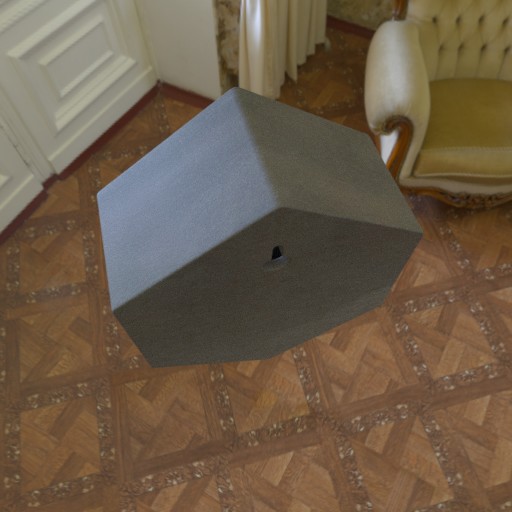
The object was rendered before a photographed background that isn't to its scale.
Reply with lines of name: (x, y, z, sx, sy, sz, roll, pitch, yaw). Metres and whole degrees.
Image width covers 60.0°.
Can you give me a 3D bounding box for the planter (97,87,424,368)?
planter: (0.000, 0.000, 0.289, 0.169, 0.206, 0.077, -14, 61, -8)
